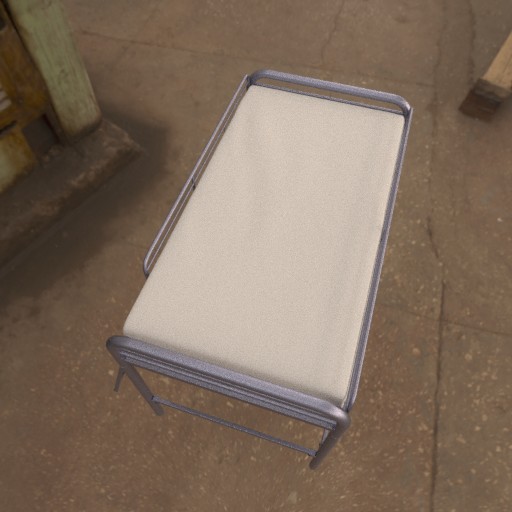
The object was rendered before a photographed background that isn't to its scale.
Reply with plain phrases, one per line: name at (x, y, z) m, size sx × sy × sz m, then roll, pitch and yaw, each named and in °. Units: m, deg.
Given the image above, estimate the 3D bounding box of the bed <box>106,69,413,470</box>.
bed at (0.000, 0.000, 2.803) m, size 1.415 × 1.288 × 1.965 m, roll 15°, pitch 58°, yaw 10°
